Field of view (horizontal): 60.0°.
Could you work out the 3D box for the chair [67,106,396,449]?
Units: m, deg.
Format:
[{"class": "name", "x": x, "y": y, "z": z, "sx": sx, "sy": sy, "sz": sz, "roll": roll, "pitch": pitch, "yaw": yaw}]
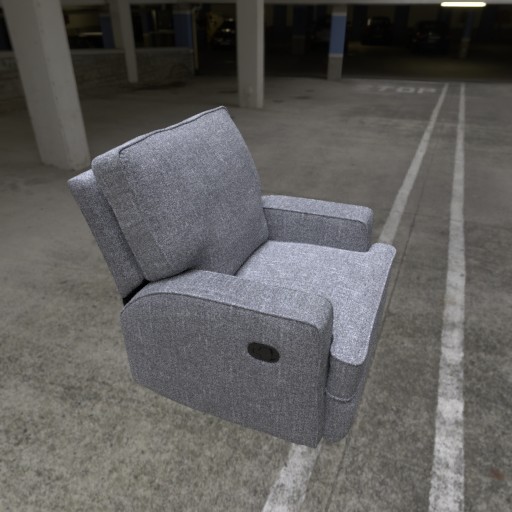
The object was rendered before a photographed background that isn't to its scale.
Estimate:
[{"class": "chair", "x": 0.000, "y": 0.000, "z": 1.675, "sx": 0.964, "sy": 0.962, "sz": 0.861, "roll": 12, "pitch": 32, "yaw": 19}]
